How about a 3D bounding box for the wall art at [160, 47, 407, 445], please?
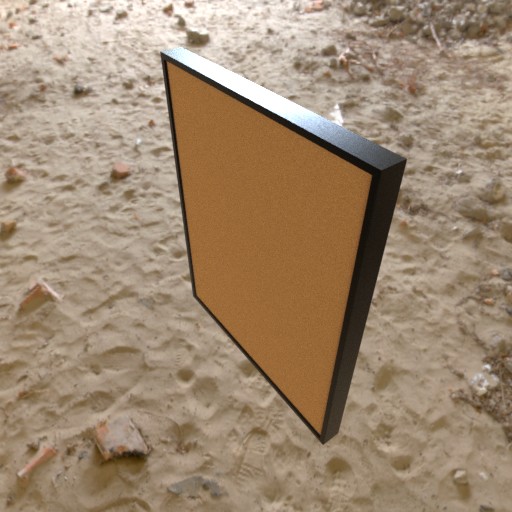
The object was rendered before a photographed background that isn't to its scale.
[{"bbox_3d":[0.000,0.000,0.747,0.039,0.553,0.451,-26,48,-27],"label":"wall art"}]
